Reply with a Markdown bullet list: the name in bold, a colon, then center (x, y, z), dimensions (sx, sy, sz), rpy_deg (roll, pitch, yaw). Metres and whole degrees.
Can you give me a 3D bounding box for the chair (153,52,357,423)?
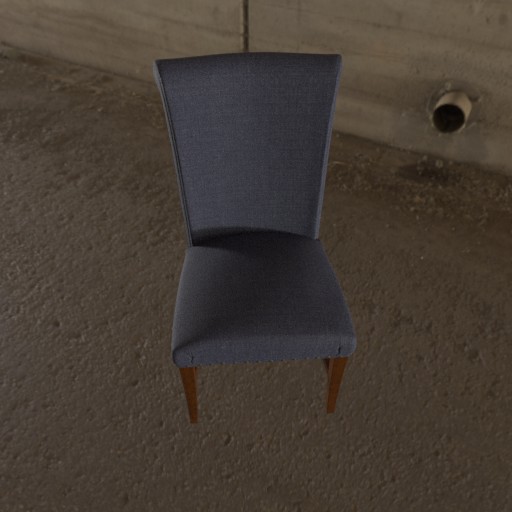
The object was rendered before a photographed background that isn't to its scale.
- **chair**: center (0.000, 0.000, 1.337), dimensions (0.513, 0.988, 0.608), rpy_deg (-3, 45, -3)
